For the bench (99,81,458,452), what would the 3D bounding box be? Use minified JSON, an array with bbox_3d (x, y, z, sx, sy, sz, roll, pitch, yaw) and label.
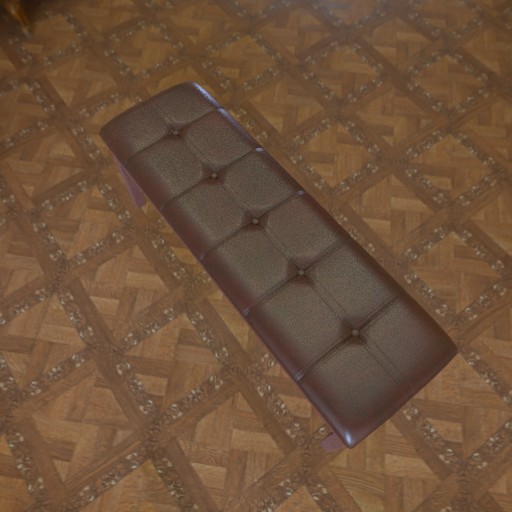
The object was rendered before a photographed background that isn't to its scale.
[{"bbox_3d":[0.000,0.000,1.500,0.401,0.491,1.259,-35,68,-16],"label":"bench"}]
